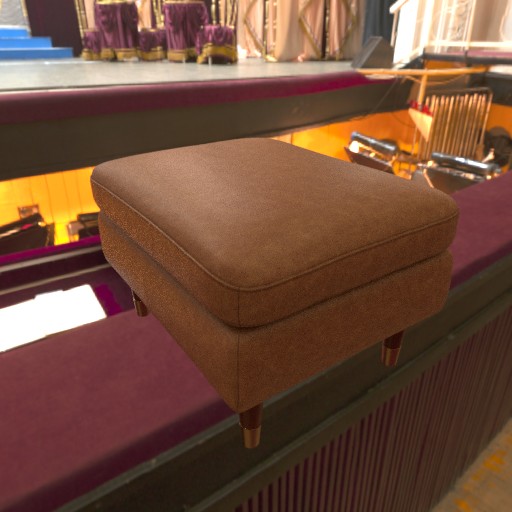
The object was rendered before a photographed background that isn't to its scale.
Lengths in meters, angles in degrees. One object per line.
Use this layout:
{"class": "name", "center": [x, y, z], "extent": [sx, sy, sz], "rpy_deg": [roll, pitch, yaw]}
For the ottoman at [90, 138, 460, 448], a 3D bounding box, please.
{"class": "ottoman", "center": [0.000, 0.000, 1.093], "extent": [0.593, 0.478, 0.747], "rpy_deg": [-18, 32, -31]}
